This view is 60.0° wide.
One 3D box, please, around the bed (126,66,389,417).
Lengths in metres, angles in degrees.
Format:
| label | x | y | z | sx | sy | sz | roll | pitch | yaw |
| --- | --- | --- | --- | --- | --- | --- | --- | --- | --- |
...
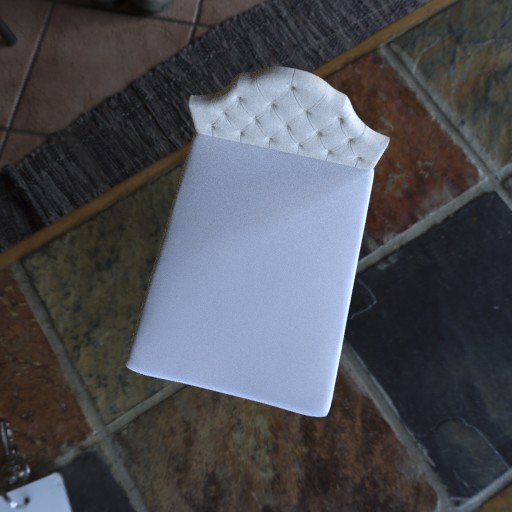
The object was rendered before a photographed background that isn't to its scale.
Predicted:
| label | x | y | z | sx | sy | sz | roll | pitch | yaw |
| --- | --- | --- | --- | --- | --- | --- | --- | --- | --- |
| bed | 0.000 | 0.000 | 3.287 | 1.627 | 1.575 | 2.092 | 13 | 76 | 3 |
